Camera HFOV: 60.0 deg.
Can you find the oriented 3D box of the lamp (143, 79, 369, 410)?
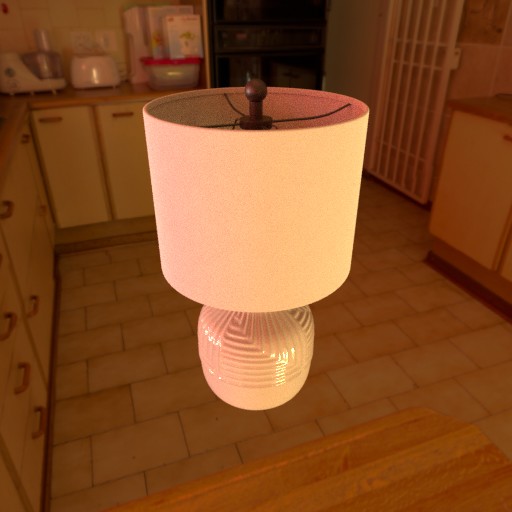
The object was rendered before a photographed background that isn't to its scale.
[{"bbox_3d":[0.000,0.000,0.758,0.318,0.567,0.318,0,29,0],"label":"lamp"}]
